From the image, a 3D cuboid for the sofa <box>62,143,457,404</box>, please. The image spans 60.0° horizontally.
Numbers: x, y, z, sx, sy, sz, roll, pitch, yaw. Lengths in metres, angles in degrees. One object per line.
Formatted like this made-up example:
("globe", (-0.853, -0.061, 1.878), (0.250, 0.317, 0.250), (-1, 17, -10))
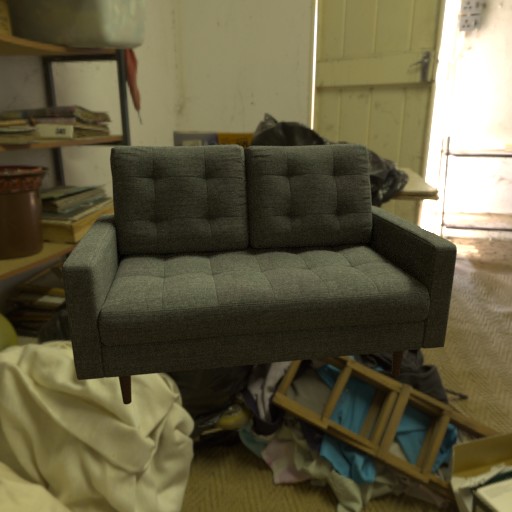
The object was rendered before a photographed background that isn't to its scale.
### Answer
("sofa", (0.000, 0.000, 1.922), (1.407, 0.907, 0.842), (-3, 18, -9))
